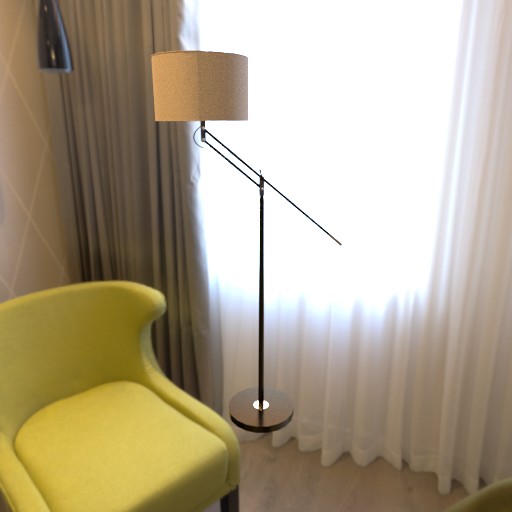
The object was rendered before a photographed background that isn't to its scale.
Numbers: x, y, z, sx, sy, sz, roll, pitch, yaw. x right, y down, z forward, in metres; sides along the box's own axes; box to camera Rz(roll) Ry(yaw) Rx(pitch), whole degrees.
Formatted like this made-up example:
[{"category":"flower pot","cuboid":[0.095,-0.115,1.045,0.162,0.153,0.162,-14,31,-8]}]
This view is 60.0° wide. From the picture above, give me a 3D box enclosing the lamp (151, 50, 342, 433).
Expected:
[{"category":"lamp","cuboid":[0.000,0.000,1.985,0.809,1.635,0.373,-3,17,-10]}]
